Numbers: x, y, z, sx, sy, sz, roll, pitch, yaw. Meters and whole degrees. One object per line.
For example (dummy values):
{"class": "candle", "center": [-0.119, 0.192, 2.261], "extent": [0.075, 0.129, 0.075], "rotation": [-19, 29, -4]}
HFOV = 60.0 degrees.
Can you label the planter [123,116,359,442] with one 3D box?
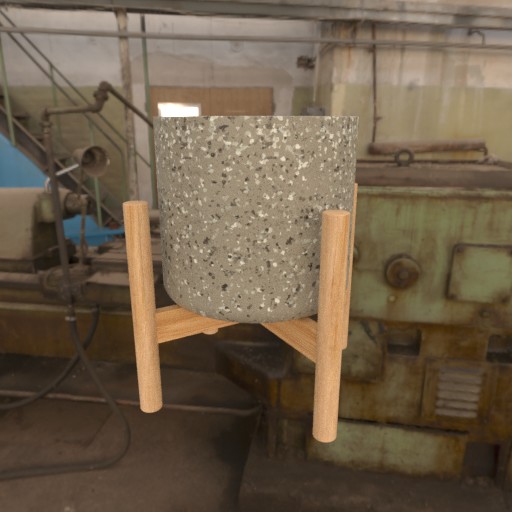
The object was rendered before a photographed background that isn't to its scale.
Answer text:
{"class": "planter", "center": [0.000, 0.000, 0.535], "extent": [0.284, 0.320, 0.284], "rotation": [-2, 17, -8]}
